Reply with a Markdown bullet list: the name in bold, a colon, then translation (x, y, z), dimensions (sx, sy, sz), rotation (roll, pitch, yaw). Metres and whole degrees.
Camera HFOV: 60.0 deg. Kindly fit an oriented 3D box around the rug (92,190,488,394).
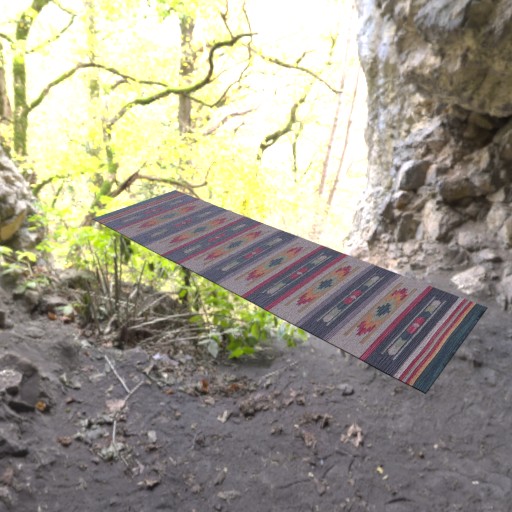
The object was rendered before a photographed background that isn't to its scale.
- **rug**: translation (0.000, 0.000, 2.681), dimensions (2.440, 0.009, 0.760), rotation (24, 37, 35)
